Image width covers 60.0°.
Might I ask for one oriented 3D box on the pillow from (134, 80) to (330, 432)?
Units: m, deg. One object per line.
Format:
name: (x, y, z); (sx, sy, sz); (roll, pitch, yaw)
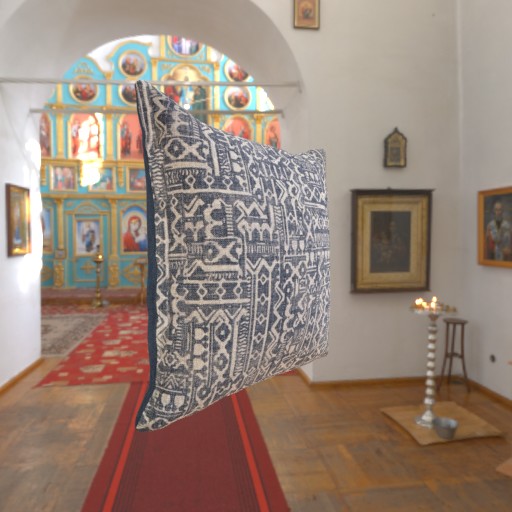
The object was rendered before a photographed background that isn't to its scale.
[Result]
pillow: (0.000, 0.000, 0.817); (0.180, 0.487, 0.546); (1, 1, 36)
